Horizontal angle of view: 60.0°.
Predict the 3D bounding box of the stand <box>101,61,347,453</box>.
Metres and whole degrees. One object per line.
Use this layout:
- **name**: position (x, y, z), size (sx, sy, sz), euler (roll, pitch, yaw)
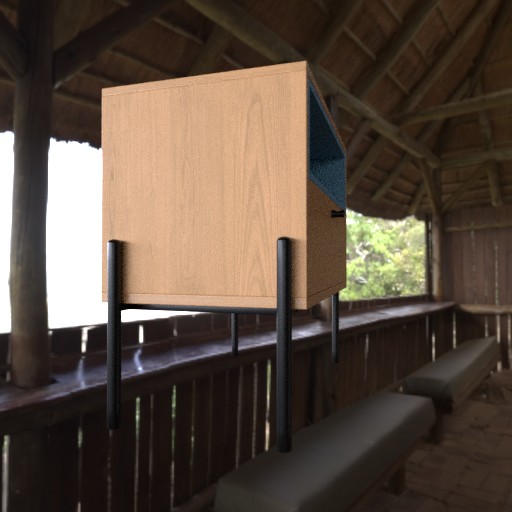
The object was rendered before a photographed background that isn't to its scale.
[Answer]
- **stand**: position (0.000, 0.000, 1.014), size (0.400, 0.600, 0.630), euler (0, -1, 17)
